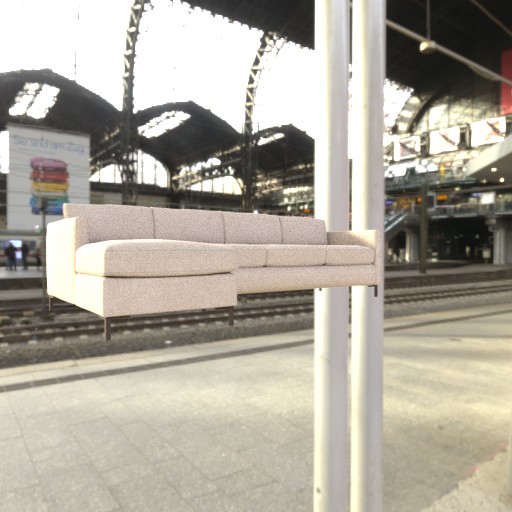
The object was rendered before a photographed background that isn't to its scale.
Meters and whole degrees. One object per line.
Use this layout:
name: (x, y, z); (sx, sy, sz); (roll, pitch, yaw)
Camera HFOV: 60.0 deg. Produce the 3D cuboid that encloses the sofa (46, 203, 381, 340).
sofa: (0.000, 0.000, 3.599); (2.923, 0.816, 1.469); (0, 1, -36)
